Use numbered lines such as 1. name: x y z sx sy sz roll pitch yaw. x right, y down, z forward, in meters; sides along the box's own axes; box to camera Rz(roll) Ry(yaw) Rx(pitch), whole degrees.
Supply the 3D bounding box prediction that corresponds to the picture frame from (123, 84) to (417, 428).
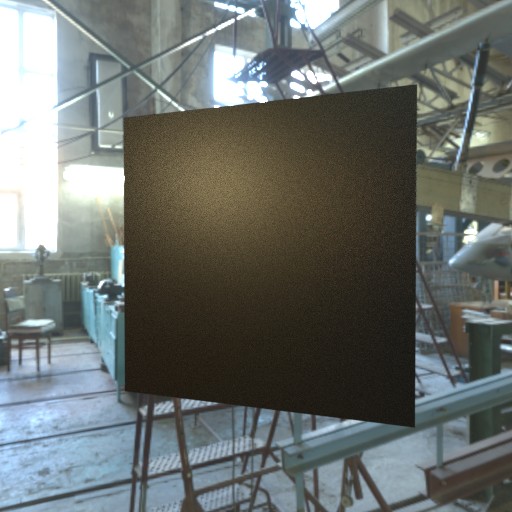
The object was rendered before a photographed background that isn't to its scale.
1. picture frame: 0.000 0.000 0.823 0.559 0.557 0.029 0 1 19
